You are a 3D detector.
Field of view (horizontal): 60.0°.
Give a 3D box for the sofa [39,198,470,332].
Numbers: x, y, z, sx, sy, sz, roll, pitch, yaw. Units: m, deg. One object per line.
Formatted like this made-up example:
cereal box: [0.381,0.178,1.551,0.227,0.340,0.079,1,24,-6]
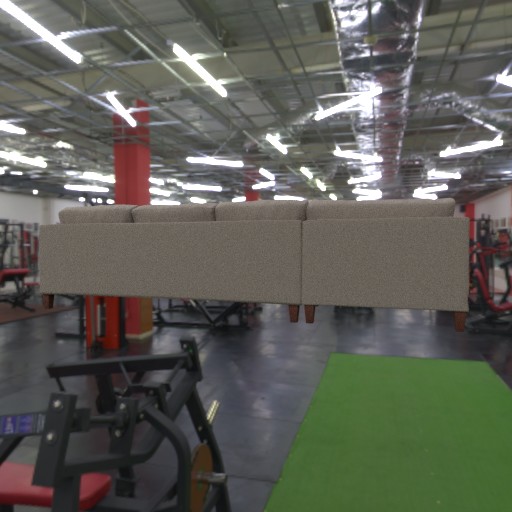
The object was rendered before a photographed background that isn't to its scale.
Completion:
sofa: [0.000,0.000,3.865,3.186,0.846,1.625,0,2,18]
